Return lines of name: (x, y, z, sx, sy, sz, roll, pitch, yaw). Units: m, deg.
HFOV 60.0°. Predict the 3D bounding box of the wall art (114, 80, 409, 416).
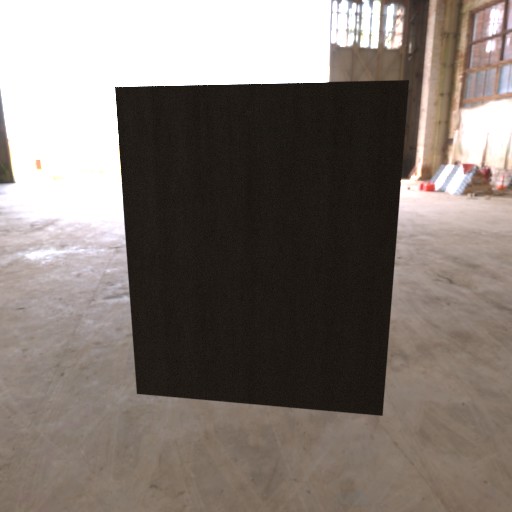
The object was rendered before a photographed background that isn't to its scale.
wall art: (0.000, 0.000, 0.761, 0.455, 0.552, 0.034, 2, 14, 9)
